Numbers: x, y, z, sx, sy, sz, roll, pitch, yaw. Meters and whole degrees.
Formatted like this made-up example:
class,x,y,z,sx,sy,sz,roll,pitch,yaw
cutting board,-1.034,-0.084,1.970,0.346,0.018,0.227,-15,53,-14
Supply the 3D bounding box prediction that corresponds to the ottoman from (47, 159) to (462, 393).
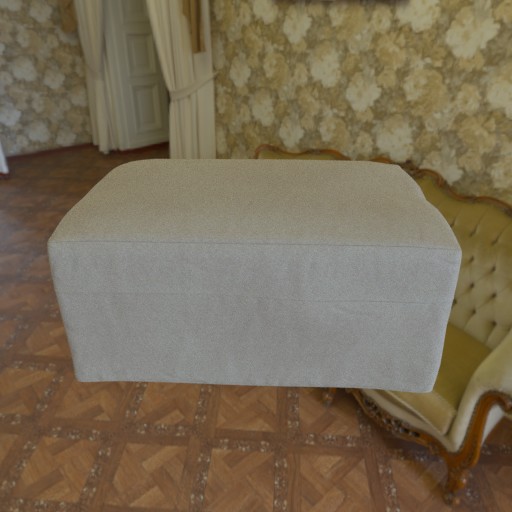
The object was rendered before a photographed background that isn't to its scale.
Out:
class,x,y,z,sx,sy,sz,roll,pitch,yaw
ottoman,0.000,0.000,1.196,0.872,0.444,0.590,1,29,2
